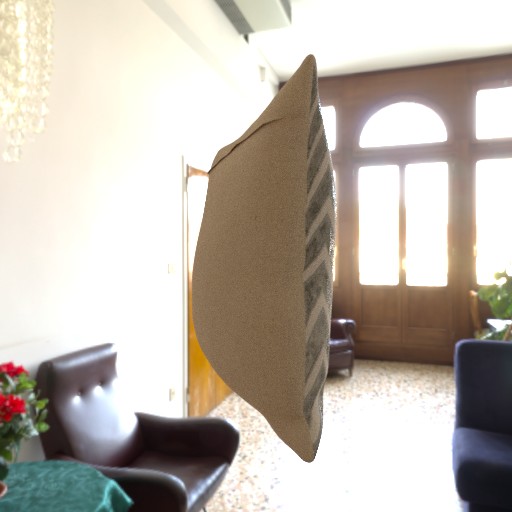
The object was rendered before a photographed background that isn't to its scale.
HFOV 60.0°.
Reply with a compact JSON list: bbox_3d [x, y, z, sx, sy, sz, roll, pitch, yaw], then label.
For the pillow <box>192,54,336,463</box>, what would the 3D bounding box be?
[{"bbox_3d":[0.000,0.000,0.677,0.182,0.441,0.440,0,0,-18],"label":"pillow"}]
